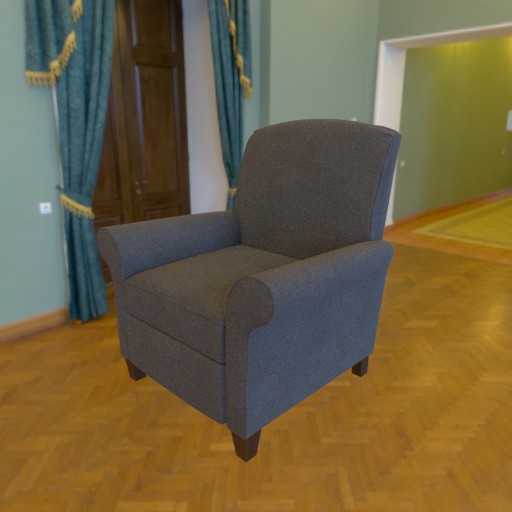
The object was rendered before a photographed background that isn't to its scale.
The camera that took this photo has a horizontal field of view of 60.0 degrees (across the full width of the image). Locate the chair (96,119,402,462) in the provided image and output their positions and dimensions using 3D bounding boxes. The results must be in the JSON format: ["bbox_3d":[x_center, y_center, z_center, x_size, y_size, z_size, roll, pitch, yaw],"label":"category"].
[{"bbox_3d":[0.000,0.000,1.791,0.978,1.061,0.905,16,23,42],"label":"chair"}]
